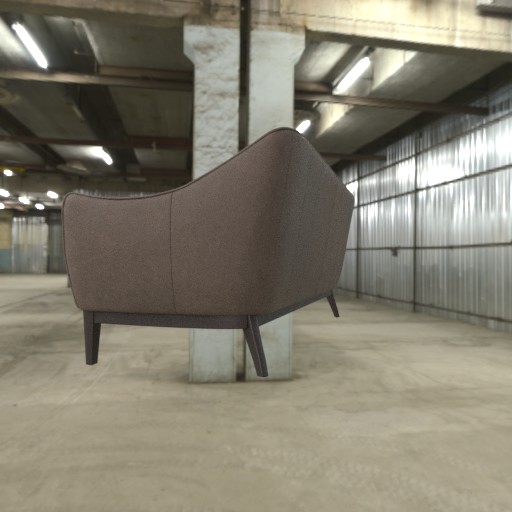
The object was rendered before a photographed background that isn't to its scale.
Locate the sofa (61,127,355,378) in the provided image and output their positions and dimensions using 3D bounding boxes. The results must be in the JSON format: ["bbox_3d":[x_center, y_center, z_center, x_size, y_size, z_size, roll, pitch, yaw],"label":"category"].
[{"bbox_3d":[0.000,0.000,2.353,0.869,0.831,1.928,0,-1,19],"label":"sofa"}]
